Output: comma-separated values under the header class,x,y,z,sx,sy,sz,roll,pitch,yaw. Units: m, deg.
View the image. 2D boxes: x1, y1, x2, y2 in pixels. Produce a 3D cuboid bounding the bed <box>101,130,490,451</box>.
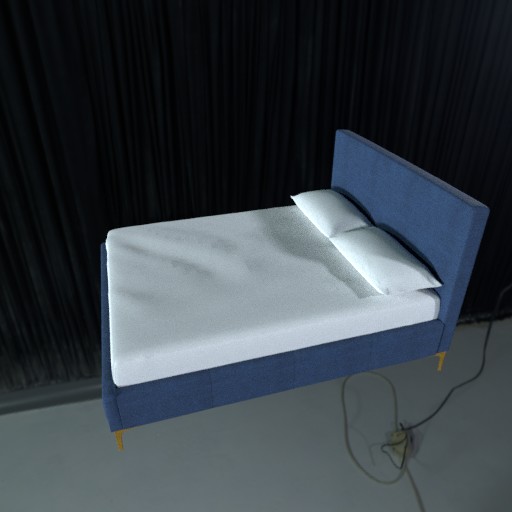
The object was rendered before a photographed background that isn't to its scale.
class,x,y,z,sx,sy,sz,roll,pitch,yaw
bed,0.000,0.000,3.143,2.172,1.231,1.723,-9,32,-15
